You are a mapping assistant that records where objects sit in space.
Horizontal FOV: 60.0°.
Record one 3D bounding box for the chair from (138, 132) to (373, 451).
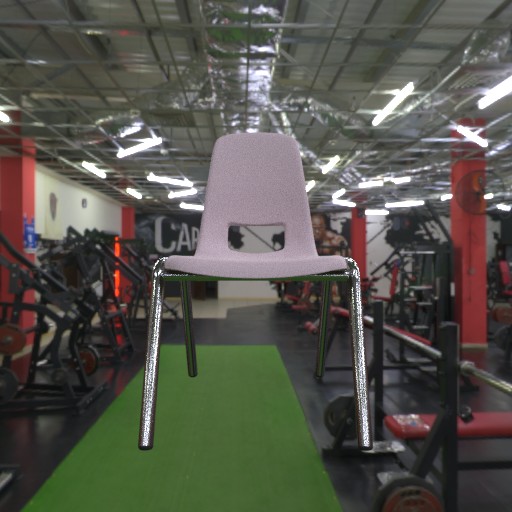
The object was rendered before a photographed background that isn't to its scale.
[{"bbox_3d":[0.000,0.000,0.868,0.354,0.586,0.423,0,0,0],"label":"chair"}]
